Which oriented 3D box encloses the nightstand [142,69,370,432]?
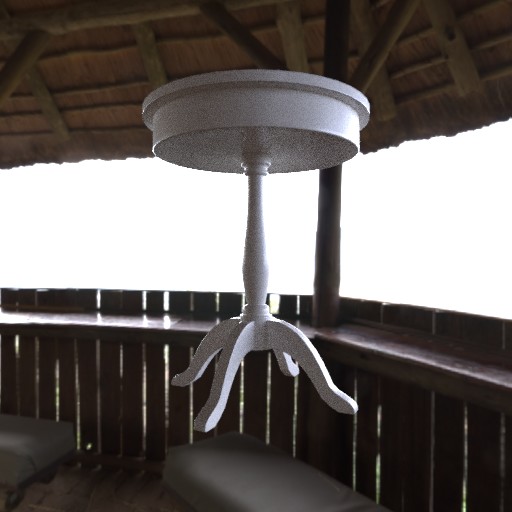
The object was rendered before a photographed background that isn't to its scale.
[{"bbox_3d":[0.000,0.000,1.030,0.513,0.653,0.513,0,0,36],"label":"nightstand"}]
